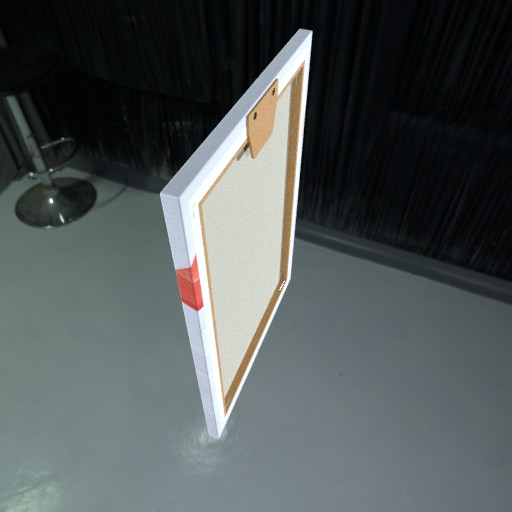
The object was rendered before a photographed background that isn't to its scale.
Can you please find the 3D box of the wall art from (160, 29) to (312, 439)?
[{"bbox_3d":[0.000,0.000,1.091,0.036,0.848,0.613,16,49,14],"label":"wall art"}]
